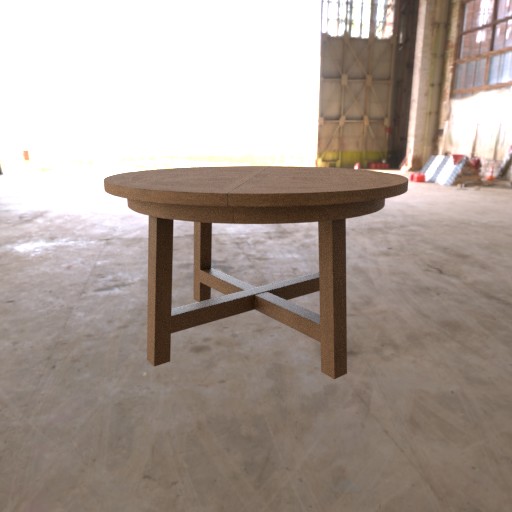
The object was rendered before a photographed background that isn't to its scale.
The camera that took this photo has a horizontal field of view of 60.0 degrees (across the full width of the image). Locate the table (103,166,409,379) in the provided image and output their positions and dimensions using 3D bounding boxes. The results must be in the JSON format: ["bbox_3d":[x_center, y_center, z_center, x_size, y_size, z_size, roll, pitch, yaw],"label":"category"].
[{"bbox_3d":[0.000,0.000,2.118,1.319,0.762,1.319,0,15,0],"label":"table"}]
